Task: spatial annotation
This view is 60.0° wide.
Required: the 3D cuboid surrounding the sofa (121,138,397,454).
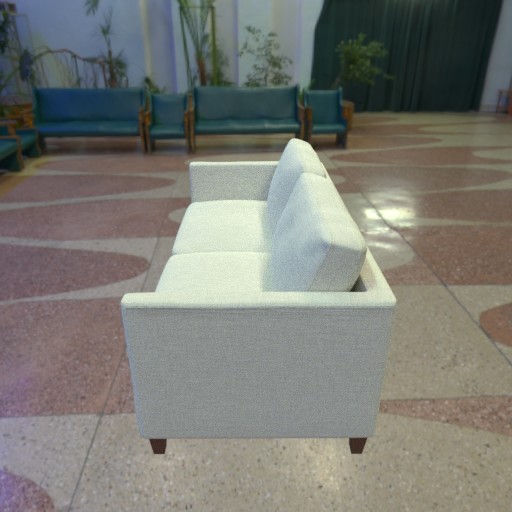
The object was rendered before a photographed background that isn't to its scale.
[{"bbox_3d":[0.000,0.000,2.390,0.950,0.963,1.838,0,26,0],"label":"sofa"}]
